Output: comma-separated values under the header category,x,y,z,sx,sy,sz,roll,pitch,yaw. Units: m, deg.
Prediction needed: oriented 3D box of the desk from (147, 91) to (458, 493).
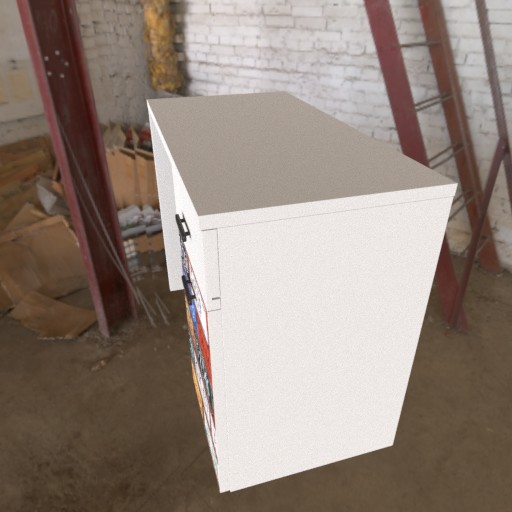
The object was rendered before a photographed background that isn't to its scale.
category,x,y,z,sx,sy,sz,roll,pitch,yaw
desk,0.000,0.000,1.287,0.482,0.730,0.898,-9,32,-14
